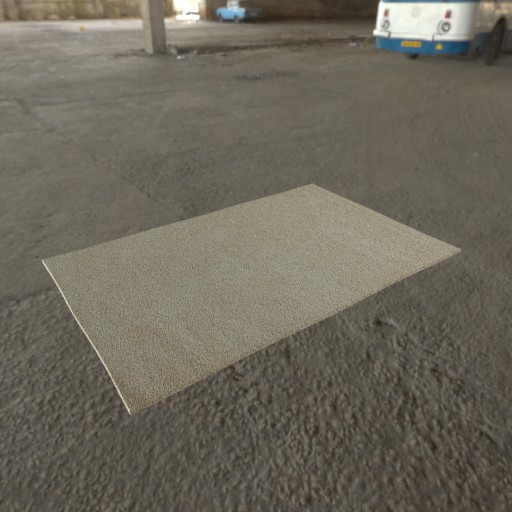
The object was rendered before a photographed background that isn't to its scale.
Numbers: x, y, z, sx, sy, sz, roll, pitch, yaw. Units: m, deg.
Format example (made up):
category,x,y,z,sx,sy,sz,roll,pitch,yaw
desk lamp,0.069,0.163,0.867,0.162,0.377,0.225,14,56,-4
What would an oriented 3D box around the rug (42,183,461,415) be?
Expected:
category,x,y,z,sx,sy,sz,roll,pitch,yaw
rug,0.000,0.000,2.944,2.346,0.025,1.500,-20,36,-30
